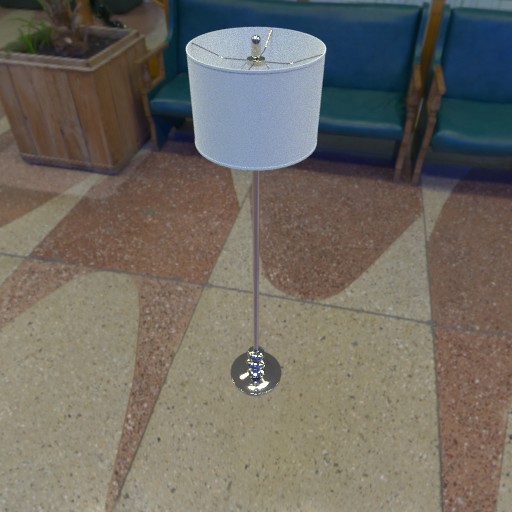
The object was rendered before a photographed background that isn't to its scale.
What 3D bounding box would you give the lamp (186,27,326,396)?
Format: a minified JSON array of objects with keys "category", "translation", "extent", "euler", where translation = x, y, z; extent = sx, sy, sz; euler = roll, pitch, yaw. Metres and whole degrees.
[{"category":"lamp","translation":[0.000,0.000,1.610],"extent":[0.356,1.487,0.356],"euler":[10,42,11]}]
